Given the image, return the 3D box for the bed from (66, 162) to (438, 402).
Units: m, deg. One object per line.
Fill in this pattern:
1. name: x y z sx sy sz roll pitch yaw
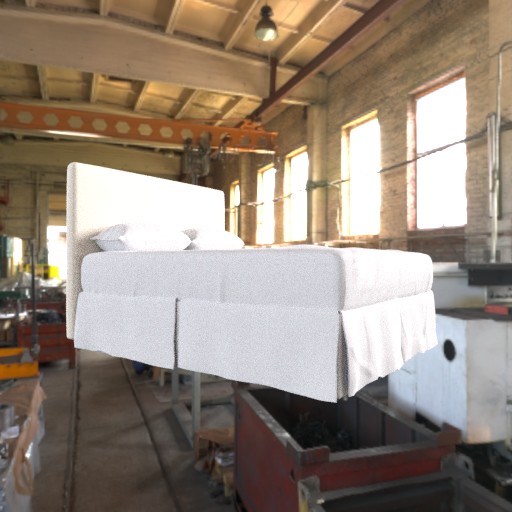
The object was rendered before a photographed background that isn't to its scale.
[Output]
1. bed: 0.000 0.000 3.176 2.142 1.330 1.713 0 -1 35
